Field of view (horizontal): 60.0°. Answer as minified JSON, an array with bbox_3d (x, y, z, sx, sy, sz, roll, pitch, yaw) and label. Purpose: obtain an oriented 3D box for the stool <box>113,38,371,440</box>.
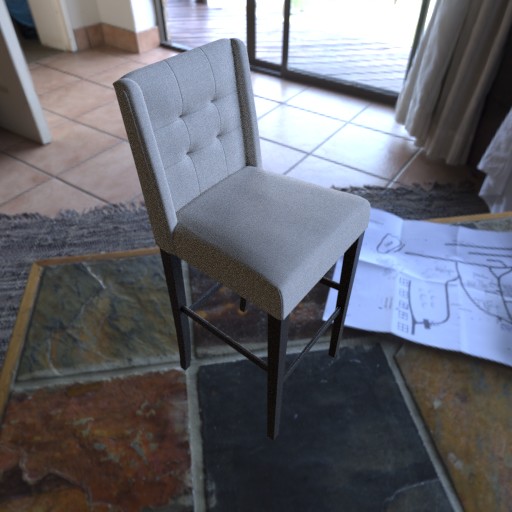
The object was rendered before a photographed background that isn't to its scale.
[{"bbox_3d":[0.000,0.000,1.385,0.509,1.116,0.474,26,48,27],"label":"stool"}]
